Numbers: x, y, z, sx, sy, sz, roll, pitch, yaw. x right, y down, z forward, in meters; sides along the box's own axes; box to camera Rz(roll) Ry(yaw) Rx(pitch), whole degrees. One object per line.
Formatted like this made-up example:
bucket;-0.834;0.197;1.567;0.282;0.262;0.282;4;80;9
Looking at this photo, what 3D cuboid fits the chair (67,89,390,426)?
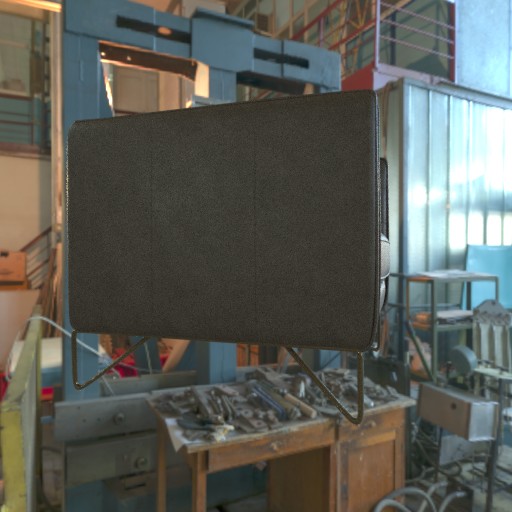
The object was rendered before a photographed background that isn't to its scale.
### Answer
chair;0.000;0.000;1.547;0.894;0.790;0.880;0;0;18
